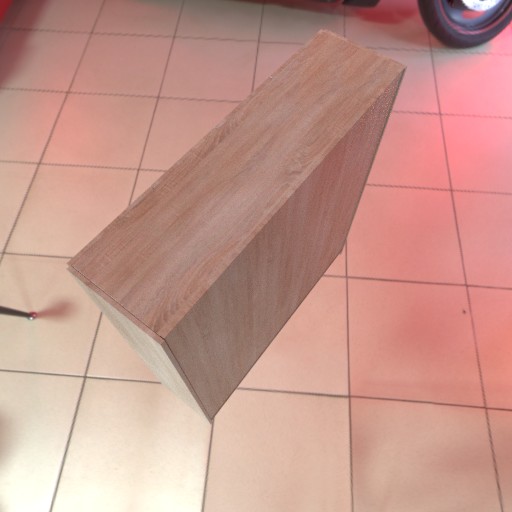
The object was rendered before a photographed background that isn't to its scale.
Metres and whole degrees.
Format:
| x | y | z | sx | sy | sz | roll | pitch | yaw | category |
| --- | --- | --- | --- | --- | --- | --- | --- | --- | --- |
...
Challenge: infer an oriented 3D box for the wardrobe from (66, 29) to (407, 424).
| x | y | z | sx | sy | sz | roll | pitch | yaw | category |
| --- | --- | --- | --- | --- | --- | --- | --- | --- | --- |
| 0.000 | 0.000 | 3.120 | 0.598 | 2.159 | 1.998 | 34 | 67 | 17 | wardrobe |
